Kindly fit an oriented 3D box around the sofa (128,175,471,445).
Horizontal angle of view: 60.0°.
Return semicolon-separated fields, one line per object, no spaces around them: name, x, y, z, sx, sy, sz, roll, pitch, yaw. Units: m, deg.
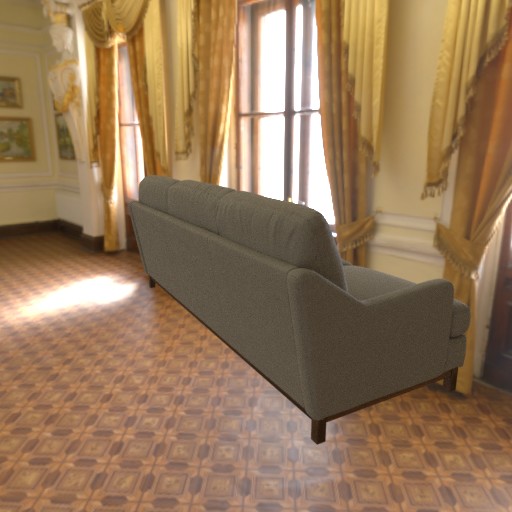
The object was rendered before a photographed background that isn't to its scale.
sofa;0.000;0.000;2.745;0.987;0.926;2.344;-8;16;-28
